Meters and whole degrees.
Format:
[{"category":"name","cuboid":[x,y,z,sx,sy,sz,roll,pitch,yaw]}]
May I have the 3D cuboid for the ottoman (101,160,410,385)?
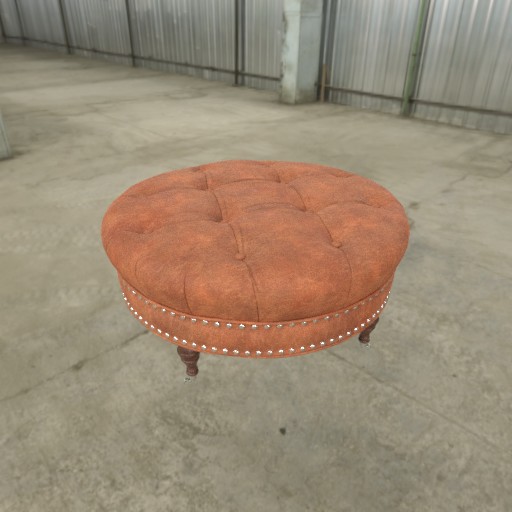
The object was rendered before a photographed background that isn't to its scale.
[{"category":"ottoman","cuboid":[0.000,0.000,1.419,0.901,0.444,0.901,0,29,0]}]
